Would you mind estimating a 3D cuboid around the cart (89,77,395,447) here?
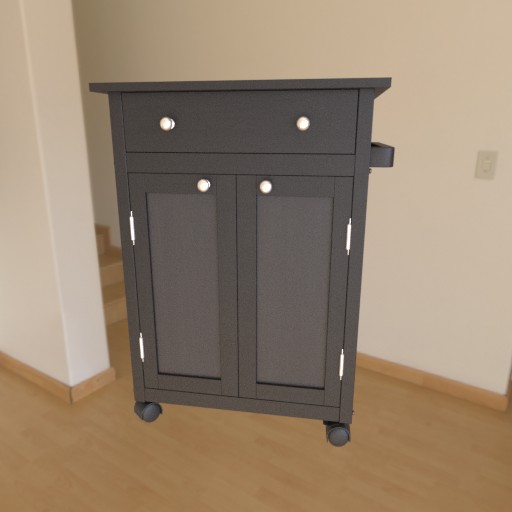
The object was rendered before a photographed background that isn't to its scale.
[{"bbox_3d":[0.000,0.000,1.245,0.660,0.879,0.456,3,16,9],"label":"cart"}]
